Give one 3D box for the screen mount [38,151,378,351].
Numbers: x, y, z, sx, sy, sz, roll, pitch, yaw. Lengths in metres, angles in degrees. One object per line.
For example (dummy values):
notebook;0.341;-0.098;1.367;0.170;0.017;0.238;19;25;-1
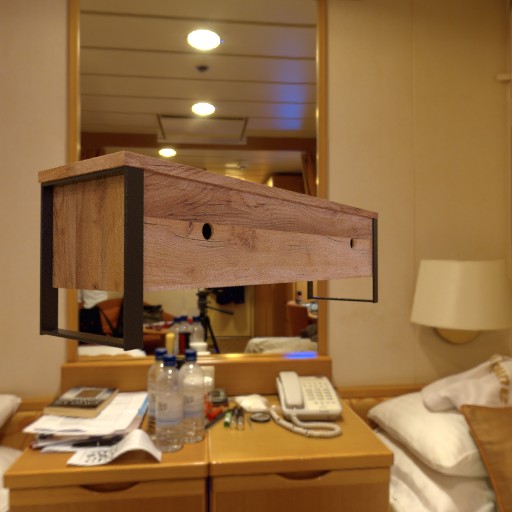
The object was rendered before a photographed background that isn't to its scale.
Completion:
screen mount;0.000;0.000;1.719;0.395;0.450;1.524;-1;-1;36
